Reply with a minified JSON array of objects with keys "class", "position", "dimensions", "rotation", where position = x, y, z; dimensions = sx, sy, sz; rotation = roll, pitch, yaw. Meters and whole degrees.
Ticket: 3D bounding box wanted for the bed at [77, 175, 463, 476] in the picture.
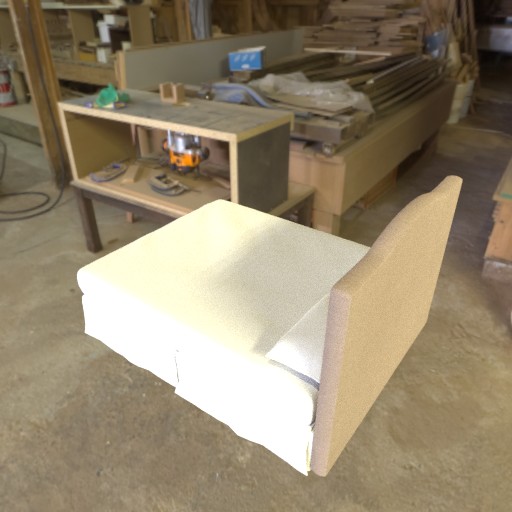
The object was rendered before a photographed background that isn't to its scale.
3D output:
[{"class":"bed","position":[0.000,0.000,3.369],"dimensions":[2.282,1.436,1.821],"rotation":[21,37,31]}]
